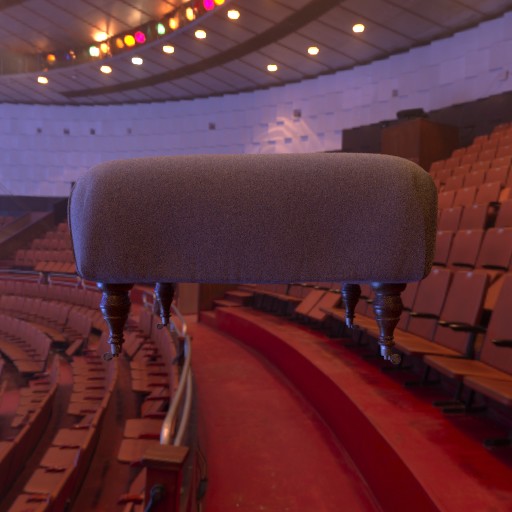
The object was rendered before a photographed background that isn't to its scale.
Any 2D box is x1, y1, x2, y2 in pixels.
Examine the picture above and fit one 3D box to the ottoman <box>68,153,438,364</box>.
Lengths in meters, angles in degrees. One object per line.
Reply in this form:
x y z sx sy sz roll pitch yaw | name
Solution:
0.000 0.000 1.137 0.747 0.450 0.622 0 -1 2 | ottoman
